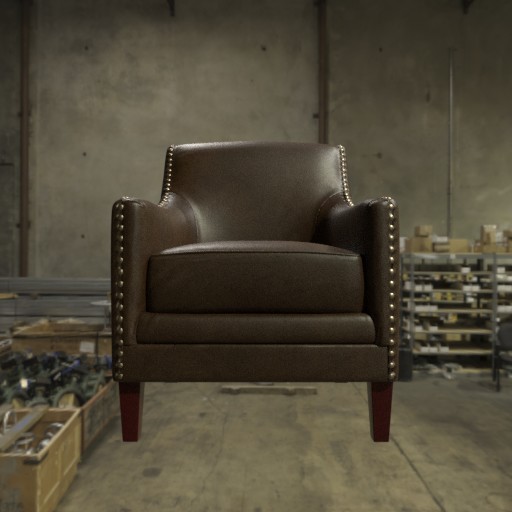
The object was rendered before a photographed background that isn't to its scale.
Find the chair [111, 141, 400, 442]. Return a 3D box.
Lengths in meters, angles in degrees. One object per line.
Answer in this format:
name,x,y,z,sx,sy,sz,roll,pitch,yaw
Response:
chair,0.000,0.000,1.289,0.639,0.813,0.704,0,0,0
